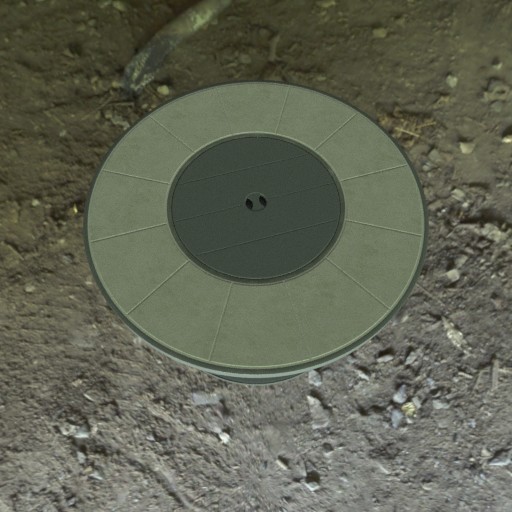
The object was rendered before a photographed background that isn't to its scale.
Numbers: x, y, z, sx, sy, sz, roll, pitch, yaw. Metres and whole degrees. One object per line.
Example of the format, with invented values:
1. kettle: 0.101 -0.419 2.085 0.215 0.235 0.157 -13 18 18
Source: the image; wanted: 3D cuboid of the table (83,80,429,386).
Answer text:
1. table: 0.000 0.000 1.479 0.914 0.650 0.914 0 63 0
